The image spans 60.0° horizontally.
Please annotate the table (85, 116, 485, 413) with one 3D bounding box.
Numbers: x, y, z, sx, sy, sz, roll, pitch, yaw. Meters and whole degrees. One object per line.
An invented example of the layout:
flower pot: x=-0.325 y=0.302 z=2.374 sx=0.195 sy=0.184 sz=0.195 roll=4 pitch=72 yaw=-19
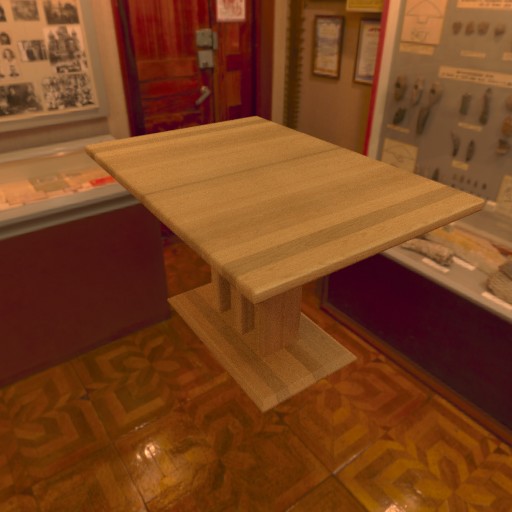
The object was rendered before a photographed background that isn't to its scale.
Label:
table: x=0.000 y=0.000 z=1.859 sx=0.900 sy=0.770 sz=1.300 roll=-20 pitch=36 yaw=-29
